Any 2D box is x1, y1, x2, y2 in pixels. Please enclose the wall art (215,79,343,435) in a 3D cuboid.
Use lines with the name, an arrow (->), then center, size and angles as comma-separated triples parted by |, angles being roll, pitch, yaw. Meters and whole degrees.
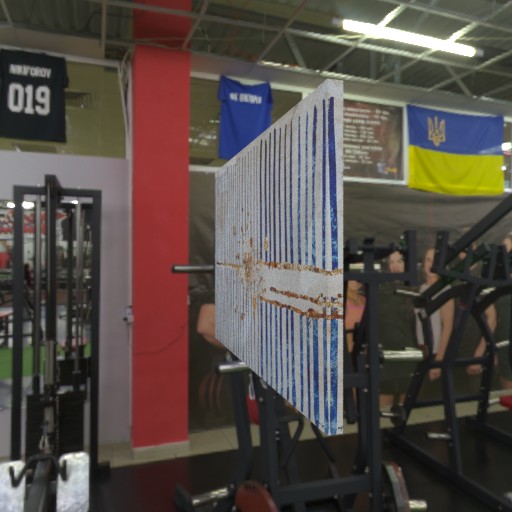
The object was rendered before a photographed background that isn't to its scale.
wall art -> 0.000, 0.000, 1.490 | 0.038, 0.757, 1.143 | 0, 0, -17
